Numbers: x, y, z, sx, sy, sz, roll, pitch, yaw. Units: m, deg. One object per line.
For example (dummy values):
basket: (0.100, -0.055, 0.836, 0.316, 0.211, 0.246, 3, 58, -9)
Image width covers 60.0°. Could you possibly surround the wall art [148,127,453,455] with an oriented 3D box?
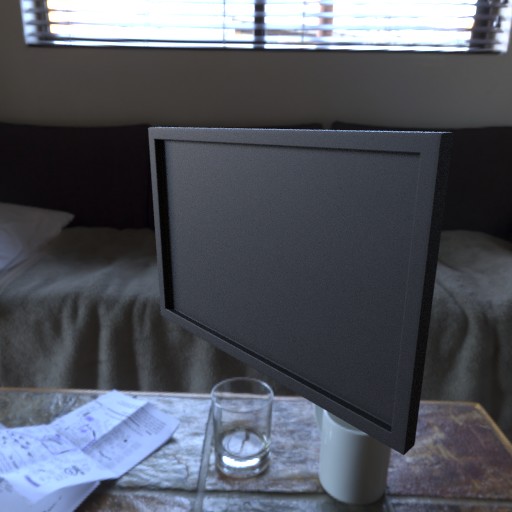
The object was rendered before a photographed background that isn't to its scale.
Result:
wall art: (0.000, 0.000, 0.548, 0.021, 0.301, 0.443, -15, 23, -41)
